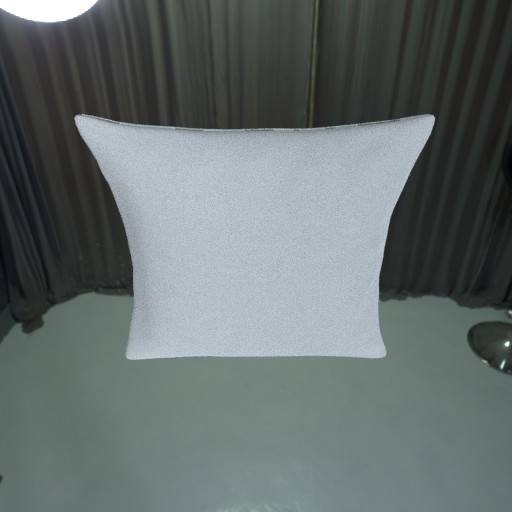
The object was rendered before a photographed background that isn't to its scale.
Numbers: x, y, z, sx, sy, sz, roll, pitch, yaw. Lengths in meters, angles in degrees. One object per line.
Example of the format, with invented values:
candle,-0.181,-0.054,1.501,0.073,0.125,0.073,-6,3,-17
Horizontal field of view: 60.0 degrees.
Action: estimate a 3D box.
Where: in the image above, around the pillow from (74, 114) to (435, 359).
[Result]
pillow,0.000,0.000,0.810,0.552,0.508,0.166,0,31,-1
